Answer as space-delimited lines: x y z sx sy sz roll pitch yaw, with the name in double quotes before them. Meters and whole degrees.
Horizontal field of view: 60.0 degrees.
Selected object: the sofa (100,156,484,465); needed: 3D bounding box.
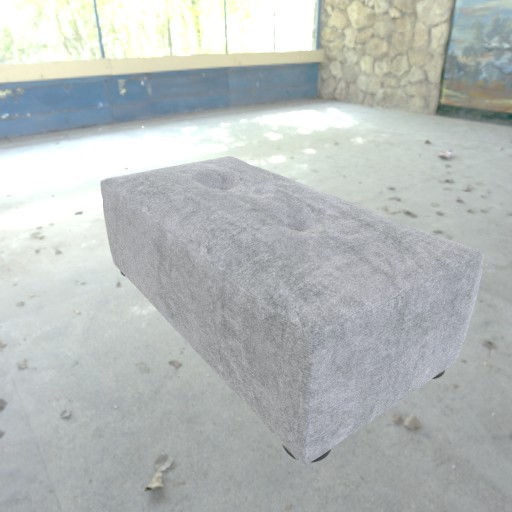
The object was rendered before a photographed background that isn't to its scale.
"sofa" 0.000 0.000 1.134 0.480 0.330 0.930 -19 33 -32
